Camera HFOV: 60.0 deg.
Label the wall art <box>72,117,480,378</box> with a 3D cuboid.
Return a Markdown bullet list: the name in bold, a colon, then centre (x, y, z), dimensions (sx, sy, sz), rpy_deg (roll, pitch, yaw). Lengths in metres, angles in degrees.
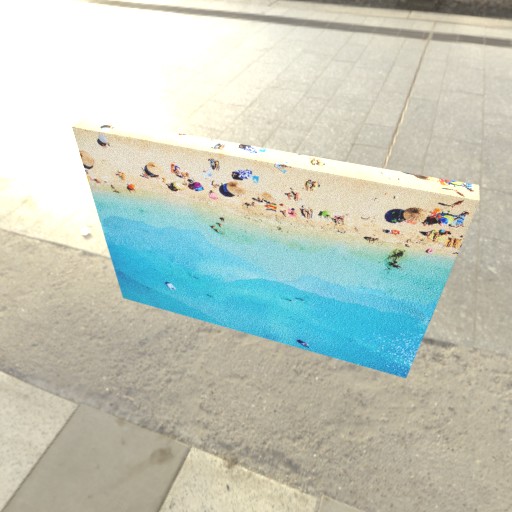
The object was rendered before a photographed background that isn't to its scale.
- **wall art**: centre (0.000, 0.000, 1.144), dimensions (0.894, 0.595, 0.057), rpy_deg (13, 44, 14)
